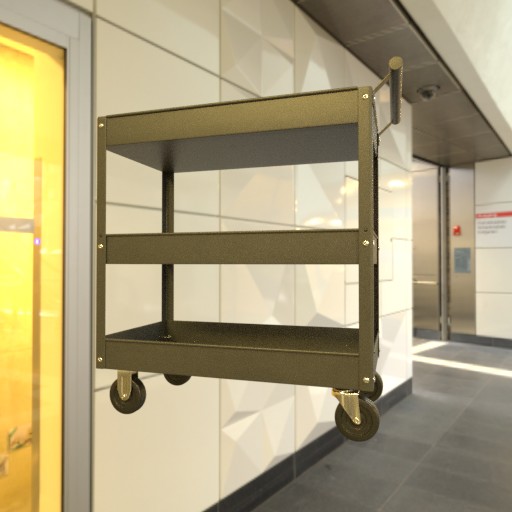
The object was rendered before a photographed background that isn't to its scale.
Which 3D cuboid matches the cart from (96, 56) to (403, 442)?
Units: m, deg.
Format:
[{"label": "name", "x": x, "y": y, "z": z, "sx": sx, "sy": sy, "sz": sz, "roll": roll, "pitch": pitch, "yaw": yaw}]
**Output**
[{"label": "cart", "x": 0.000, "y": 0.000, "z": 1.146, "sx": 0.719, "sy": 0.780, "sz": 0.366, "roll": 0, "pitch": -1, "yaw": 17}]
